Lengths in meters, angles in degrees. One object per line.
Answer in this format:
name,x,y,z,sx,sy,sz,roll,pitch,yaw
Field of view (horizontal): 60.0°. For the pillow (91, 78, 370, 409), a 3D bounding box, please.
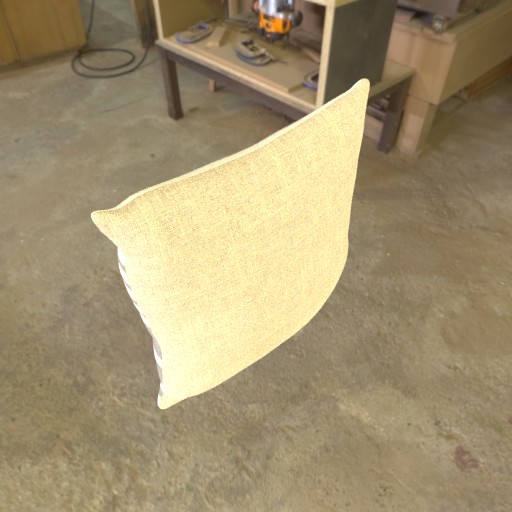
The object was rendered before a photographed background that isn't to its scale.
pillow,0.000,0.000,0.688,0.439,0.440,0.182,-33,55,-27
